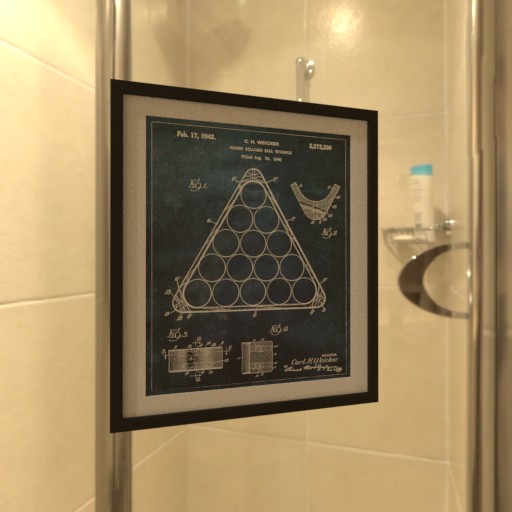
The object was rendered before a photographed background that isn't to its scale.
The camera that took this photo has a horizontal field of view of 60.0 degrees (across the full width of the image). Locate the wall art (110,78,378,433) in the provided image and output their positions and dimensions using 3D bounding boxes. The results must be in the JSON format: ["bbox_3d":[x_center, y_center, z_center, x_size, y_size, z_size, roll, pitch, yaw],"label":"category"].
[{"bbox_3d":[0.000,0.000,1.207,0.755,0.863,0.028,0,0,-18],"label":"wall art"}]
